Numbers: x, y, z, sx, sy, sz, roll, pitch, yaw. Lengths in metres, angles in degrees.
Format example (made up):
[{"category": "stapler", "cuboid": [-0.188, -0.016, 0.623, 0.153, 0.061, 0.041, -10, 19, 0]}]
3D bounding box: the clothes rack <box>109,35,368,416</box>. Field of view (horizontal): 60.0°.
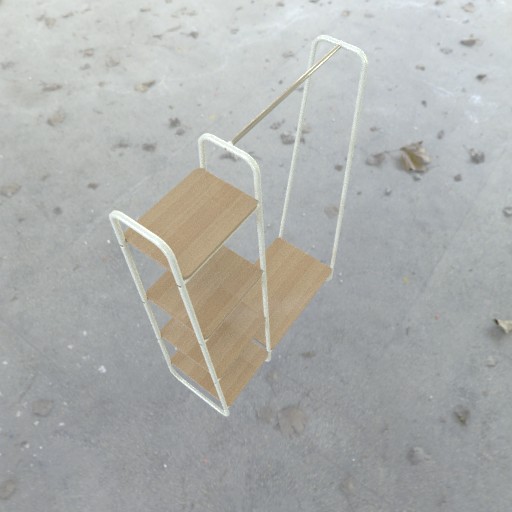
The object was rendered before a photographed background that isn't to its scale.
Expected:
[{"category": "clothes rack", "cuboid": [0.000, 0.000, 1.945, 0.400, 1.500, 1.011, 32, 62, 19]}]
